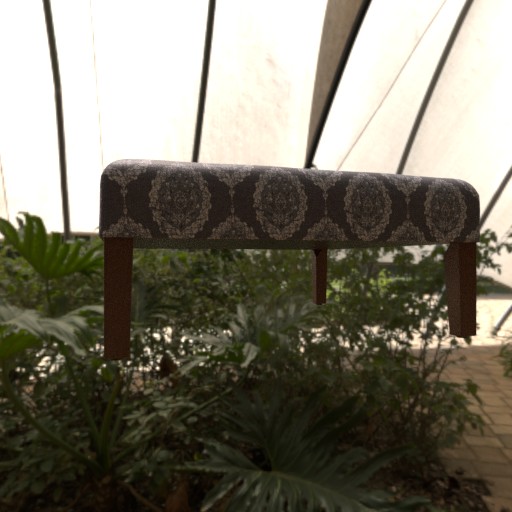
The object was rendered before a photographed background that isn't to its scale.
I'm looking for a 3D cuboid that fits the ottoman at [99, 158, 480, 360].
[{"bbox_3d":[0.000,0.000,1.377,0.889,0.409,0.890,0,0,-17],"label":"ottoman"}]
